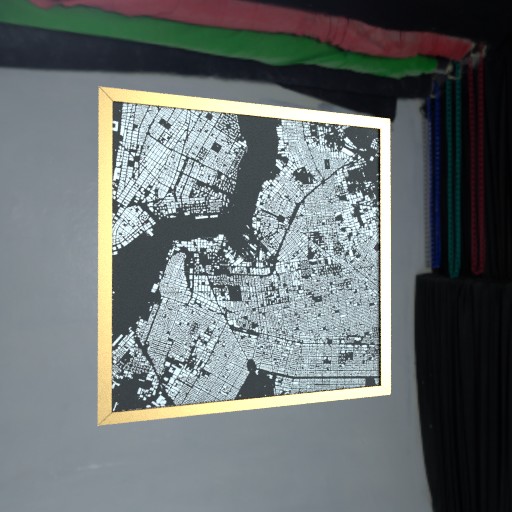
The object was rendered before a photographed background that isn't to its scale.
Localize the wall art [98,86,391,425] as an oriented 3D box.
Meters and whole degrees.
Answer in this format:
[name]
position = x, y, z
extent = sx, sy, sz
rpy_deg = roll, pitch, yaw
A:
[wall art]
position = 0.000, 0.000, 1.918
extent = 1.284, 1.284, 0.095
rpy_deg = 0, -1, -18
